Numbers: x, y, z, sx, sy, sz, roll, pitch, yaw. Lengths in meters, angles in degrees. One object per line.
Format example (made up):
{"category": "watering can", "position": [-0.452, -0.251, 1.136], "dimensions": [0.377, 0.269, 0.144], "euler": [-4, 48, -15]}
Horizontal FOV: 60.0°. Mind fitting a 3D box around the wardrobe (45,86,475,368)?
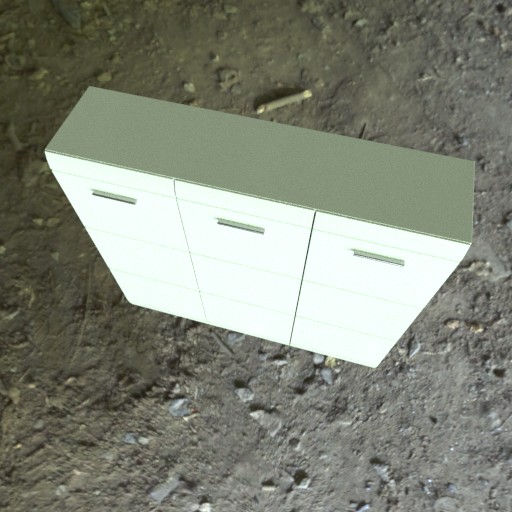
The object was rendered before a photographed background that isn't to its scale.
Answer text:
{"category": "wardrobe", "position": [0.000, 0.000, 1.925], "dimensions": [1.340, 1.200, 0.360], "euler": [13, 60, 8]}
